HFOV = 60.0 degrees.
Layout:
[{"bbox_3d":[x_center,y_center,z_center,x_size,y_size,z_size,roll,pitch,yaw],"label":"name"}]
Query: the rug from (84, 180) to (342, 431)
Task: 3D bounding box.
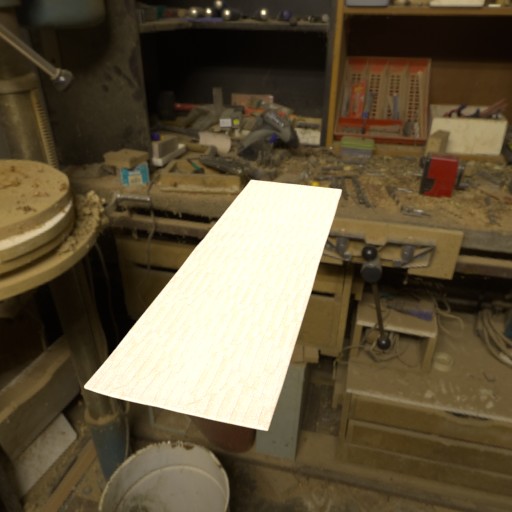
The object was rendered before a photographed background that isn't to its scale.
[{"bbox_3d":[0.000,0.000,2.737,0.793,0.014,2.450,8,32,14],"label":"rug"}]
